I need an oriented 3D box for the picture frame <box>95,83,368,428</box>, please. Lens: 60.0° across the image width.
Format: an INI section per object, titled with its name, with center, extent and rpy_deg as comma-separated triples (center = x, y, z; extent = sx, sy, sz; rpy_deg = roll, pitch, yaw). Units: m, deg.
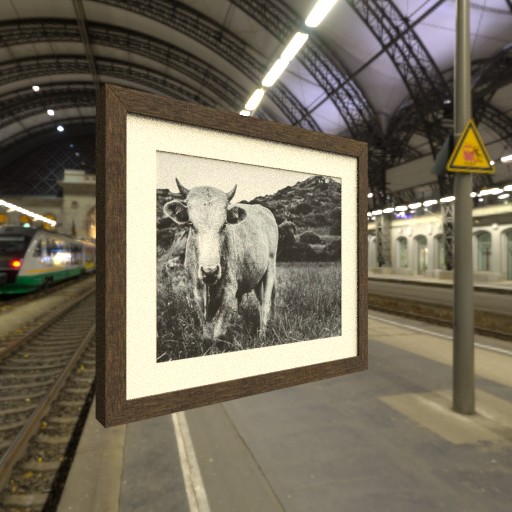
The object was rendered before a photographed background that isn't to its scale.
[picture frame]
center = 0.000, 0.000, 0.548
extent = 0.378, 0.330, 0.033
rpy_deg = 0, 0, -36
